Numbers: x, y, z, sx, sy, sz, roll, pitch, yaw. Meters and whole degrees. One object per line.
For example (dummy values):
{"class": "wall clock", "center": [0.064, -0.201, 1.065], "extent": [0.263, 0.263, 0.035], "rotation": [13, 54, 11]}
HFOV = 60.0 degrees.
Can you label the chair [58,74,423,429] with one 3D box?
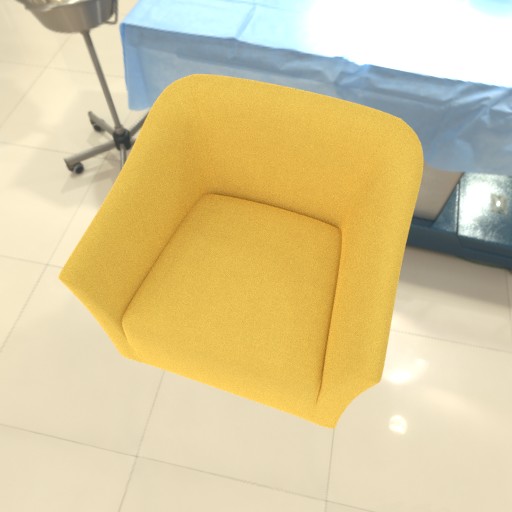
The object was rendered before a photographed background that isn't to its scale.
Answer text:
{"class": "chair", "center": [0.000, 0.000, 1.350], "extent": [0.790, 0.720, 0.700], "rotation": [16, 59, 10]}
